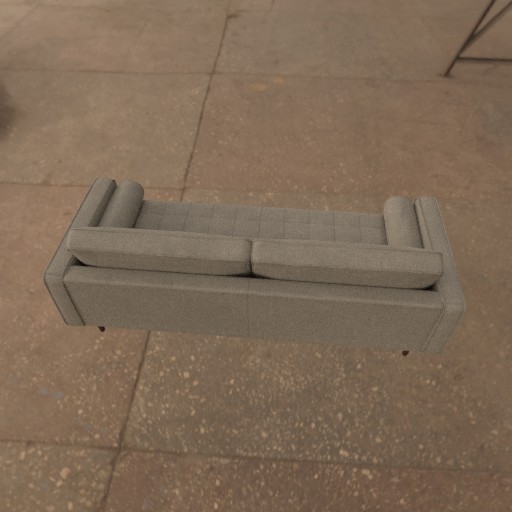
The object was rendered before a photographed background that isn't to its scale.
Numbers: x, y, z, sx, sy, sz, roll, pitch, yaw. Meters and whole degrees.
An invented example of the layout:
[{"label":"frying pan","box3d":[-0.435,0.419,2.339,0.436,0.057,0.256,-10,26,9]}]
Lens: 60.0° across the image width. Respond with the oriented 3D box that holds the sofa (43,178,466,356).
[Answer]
[{"label":"sofa","box3d":[0.000,0.000,2.691,2.211,0.762,0.914,4,47,4]}]
